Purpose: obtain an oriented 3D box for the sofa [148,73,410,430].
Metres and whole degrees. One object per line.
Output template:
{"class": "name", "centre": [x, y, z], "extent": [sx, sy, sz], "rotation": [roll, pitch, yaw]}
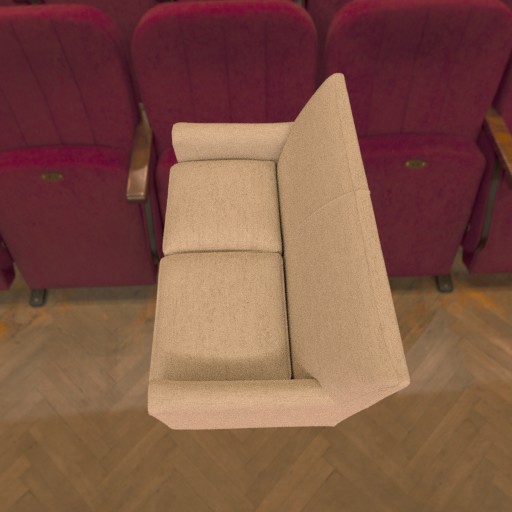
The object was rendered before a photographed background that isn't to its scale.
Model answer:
{"class": "sofa", "centre": [0.000, 0.000, 2.077], "extent": [0.891, 0.892, 1.482], "rotation": [-2, 58, -1]}
